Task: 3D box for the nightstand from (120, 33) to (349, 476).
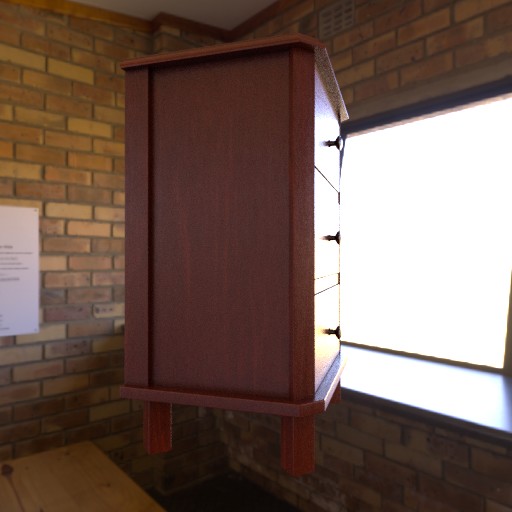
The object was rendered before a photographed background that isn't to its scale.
[{"bbox_3d":[0.000,0.000,0.911,0.351,0.681,0.435,0,0,17],"label":"nightstand"}]
